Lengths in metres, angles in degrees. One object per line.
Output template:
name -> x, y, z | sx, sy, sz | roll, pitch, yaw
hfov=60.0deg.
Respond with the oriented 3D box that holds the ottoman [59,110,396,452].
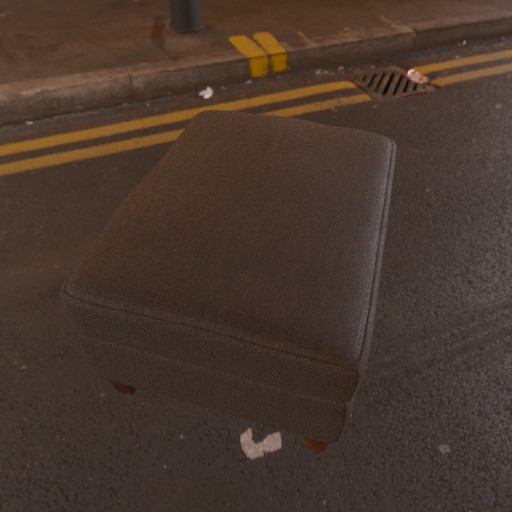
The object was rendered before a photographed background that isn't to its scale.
ottoman -> 0.000, 0.000, 1.219 | 0.639, 0.496, 0.826 | 12, 47, 11
